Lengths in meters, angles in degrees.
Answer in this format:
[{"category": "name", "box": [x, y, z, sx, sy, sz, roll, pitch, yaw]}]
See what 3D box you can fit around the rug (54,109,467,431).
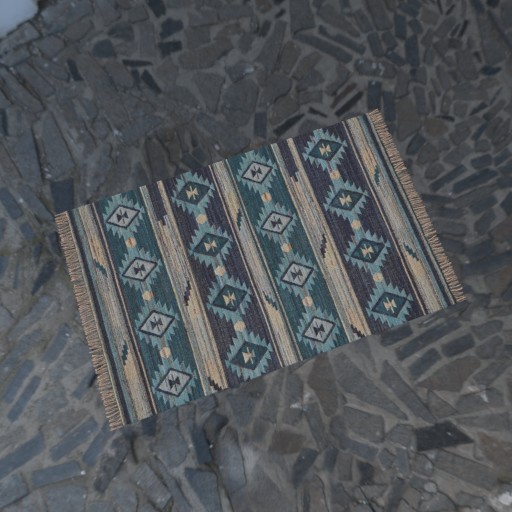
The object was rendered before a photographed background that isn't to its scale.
[{"category": "rug", "box": [0.000, 0.000, 2.365, 1.936, 0.028, 1.181, -19, 77, -4]}]
